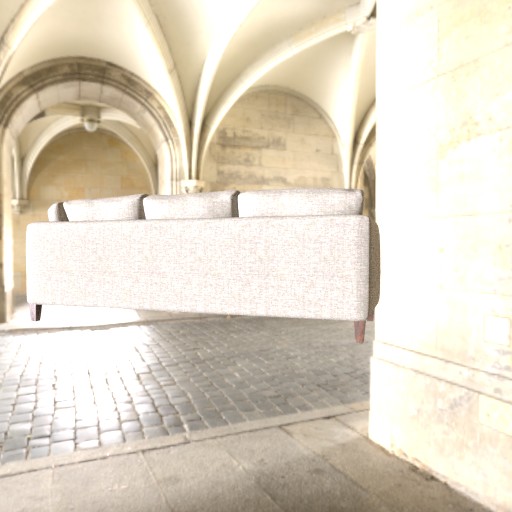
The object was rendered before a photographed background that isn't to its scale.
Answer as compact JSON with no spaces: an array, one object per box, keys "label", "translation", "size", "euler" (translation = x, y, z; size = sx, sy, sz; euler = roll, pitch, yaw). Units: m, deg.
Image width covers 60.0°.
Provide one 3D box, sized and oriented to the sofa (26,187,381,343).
[{"label":"sofa","translation":[0.000,0.000,4.584],"size":[2.593,0.959,3.460],"euler":[0,1,19]}]
